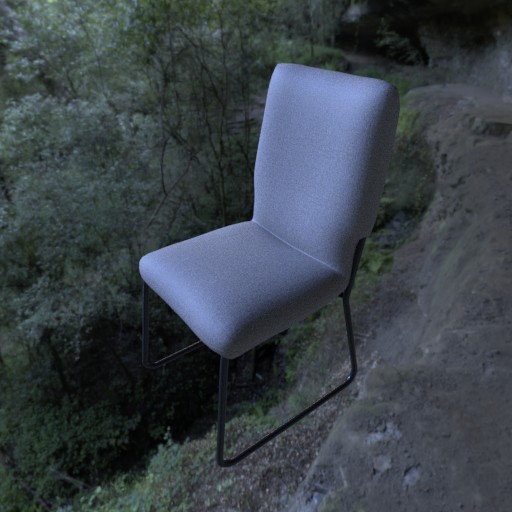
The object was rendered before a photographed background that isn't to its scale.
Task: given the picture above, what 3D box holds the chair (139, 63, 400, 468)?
[{"bbox_3d":[0.000,0.000,1.167,0.560,0.864,0.448,-22,38,-31],"label":"chair"}]
